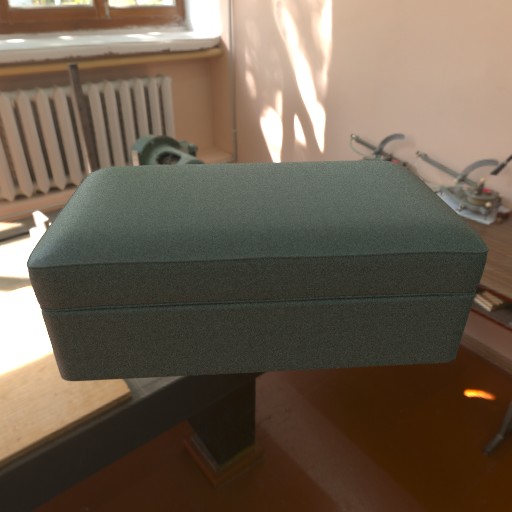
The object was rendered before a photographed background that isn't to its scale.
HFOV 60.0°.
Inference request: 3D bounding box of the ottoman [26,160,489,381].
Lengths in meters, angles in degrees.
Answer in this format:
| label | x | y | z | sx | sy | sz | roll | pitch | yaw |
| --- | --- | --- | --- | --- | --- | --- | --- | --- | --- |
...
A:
| label | x | y | z | sx | sy | sz | roll | pitch | yaw |
| --- | --- | --- | --- | --- | --- | --- | --- | --- | --- |
| ottoman | 0.000 | 0.000 | 1.472 | 1.173 | 0.494 | 0.681 | -2 | 31 | -3 |
